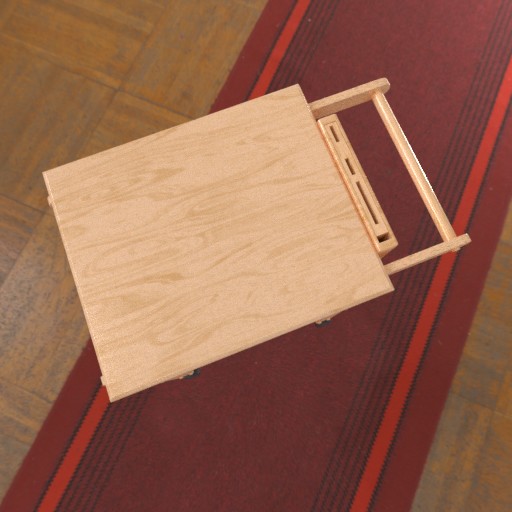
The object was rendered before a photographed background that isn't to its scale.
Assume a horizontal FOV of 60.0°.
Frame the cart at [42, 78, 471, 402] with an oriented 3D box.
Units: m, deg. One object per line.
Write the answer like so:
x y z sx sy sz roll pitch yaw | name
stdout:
0.000 0.000 1.340 0.843 0.816 0.520 -21 77 -5 | cart
